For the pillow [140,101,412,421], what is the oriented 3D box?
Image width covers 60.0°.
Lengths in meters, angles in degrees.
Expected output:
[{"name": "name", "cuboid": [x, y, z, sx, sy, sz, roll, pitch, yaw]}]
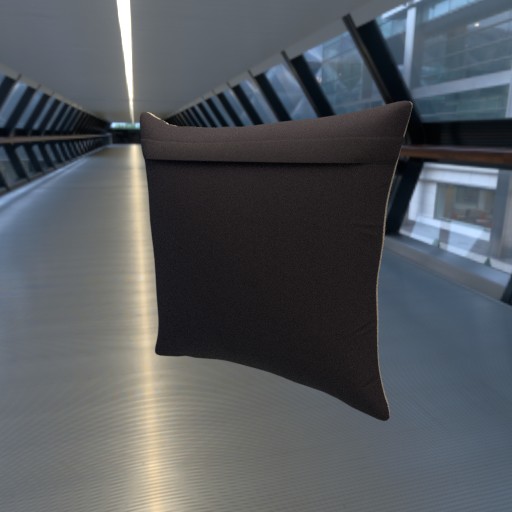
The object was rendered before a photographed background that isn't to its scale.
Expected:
[{"name": "pillow", "cuboid": [0.000, 0.000, 0.635, 0.405, 0.406, 0.173, 8, 16, 29]}]
